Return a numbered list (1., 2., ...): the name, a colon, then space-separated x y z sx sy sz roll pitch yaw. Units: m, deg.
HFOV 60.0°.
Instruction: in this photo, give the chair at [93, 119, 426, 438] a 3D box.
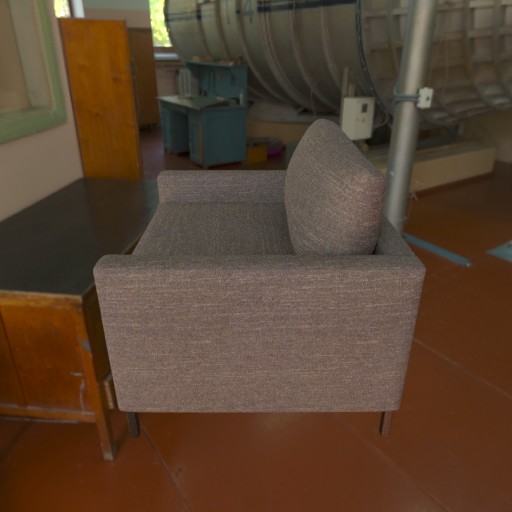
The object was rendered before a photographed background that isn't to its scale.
1. chair: 0.000 0.000 1.572 0.845 0.841 0.940 0 26 0
